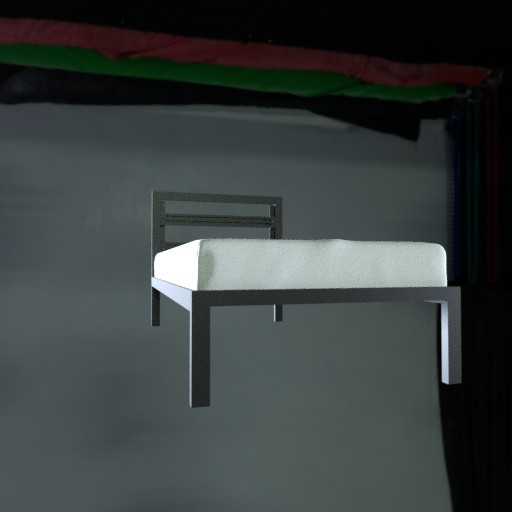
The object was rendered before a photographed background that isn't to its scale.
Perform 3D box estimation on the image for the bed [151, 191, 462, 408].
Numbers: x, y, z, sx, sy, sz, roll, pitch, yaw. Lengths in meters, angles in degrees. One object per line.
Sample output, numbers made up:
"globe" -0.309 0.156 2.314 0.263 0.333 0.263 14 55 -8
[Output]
"bed" 0.000 0.000 2.417 0.991 0.967 1.930 0 -1 -17
